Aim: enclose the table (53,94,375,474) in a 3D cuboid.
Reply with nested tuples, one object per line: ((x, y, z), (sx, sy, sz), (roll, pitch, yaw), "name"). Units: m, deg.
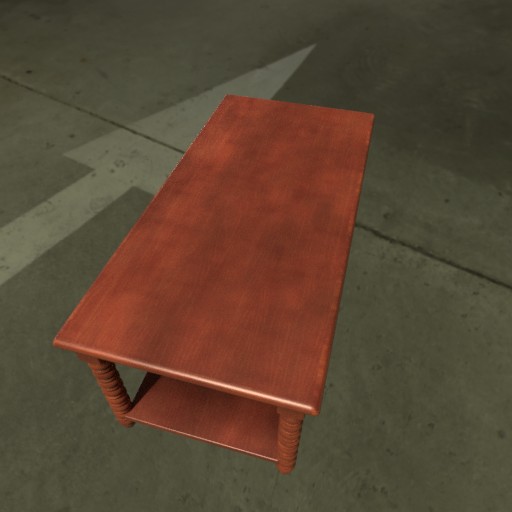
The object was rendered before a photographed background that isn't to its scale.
((0.000, 0.000, 1.447), (0.580, 0.485, 1.171), (12, 47, 11), "table")
